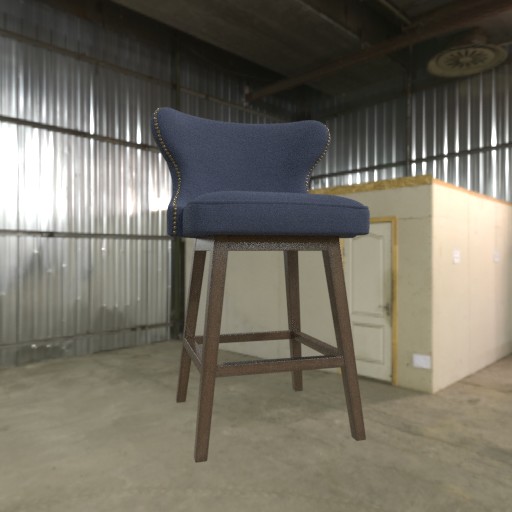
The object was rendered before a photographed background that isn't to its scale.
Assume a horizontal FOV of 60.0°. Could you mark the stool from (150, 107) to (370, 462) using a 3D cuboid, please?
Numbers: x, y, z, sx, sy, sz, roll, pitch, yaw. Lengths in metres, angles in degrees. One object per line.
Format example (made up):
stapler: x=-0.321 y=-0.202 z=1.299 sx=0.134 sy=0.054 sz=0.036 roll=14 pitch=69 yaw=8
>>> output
stool: x=0.000 y=0.000 z=1.359 sx=0.615 sy=0.972 sz=0.597 roll=0 pitch=1 yaw=-16
